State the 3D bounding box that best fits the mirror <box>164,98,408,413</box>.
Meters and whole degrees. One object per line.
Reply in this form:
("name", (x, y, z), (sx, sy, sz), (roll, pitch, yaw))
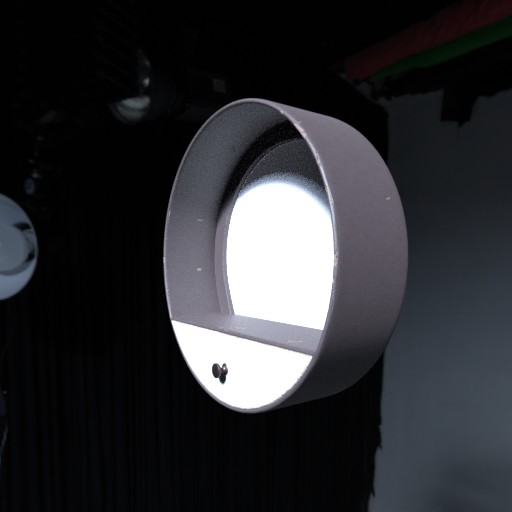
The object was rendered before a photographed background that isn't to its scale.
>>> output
("mirror", (0.000, 0.000, 0.590), (0.126, 0.386, 0.386), (0, -1, -36))
